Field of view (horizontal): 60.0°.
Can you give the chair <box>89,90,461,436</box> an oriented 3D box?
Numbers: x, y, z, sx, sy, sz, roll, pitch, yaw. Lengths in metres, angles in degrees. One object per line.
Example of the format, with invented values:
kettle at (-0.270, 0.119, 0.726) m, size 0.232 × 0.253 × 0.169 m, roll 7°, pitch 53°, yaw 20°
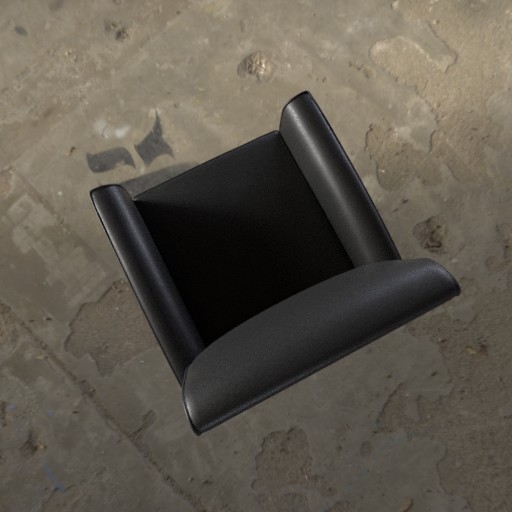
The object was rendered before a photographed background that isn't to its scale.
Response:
chair at (0.000, 0.000, 1.560) m, size 0.820 × 0.916 × 0.819 m, roll -27°, pitch 78°, yaw -6°
